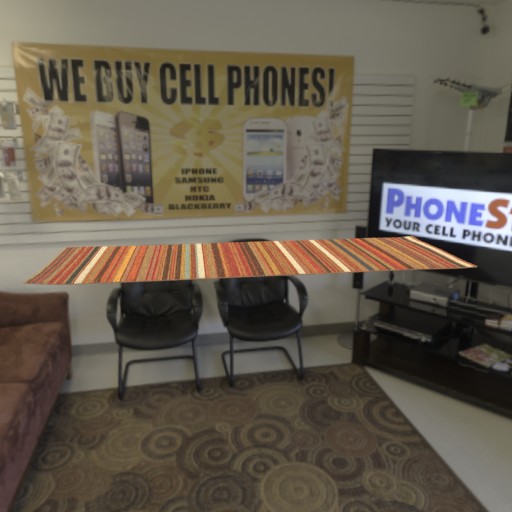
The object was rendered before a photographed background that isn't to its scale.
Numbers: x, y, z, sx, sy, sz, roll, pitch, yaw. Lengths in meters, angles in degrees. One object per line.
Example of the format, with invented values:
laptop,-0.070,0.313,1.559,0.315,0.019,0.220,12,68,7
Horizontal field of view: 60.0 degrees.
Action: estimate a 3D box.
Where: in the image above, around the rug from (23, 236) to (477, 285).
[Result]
rug,0.000,0.000,2.732,2.444,0.030,0.799,-2,15,-8
